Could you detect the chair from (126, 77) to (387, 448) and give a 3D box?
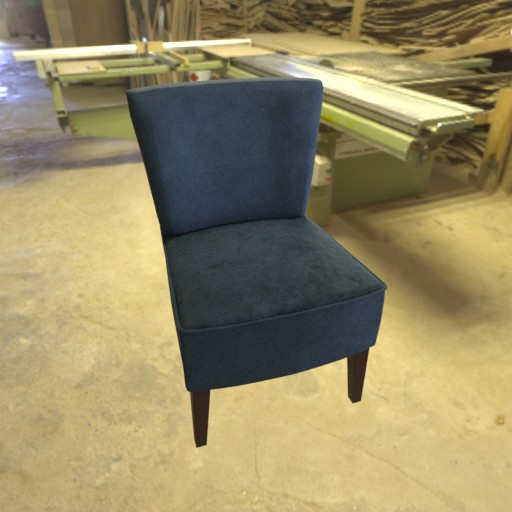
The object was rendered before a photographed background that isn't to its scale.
[{"bbox_3d":[0.000,0.000,1.176,0.521,0.806,0.551,-10,33,-16],"label":"chair"}]
